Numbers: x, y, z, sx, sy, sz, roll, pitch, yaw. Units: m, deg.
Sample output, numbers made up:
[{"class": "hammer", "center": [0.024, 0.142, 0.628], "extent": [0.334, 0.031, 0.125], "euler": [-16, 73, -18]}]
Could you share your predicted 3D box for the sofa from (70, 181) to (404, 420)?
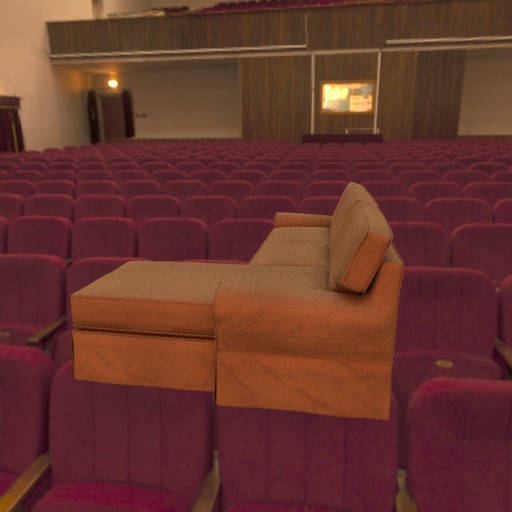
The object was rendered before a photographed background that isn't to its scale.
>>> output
[{"class": "sofa", "center": [0.000, 0.000, 3.298], "extent": [1.733, 0.978, 2.475], "euler": [2, 14, 9]}]
